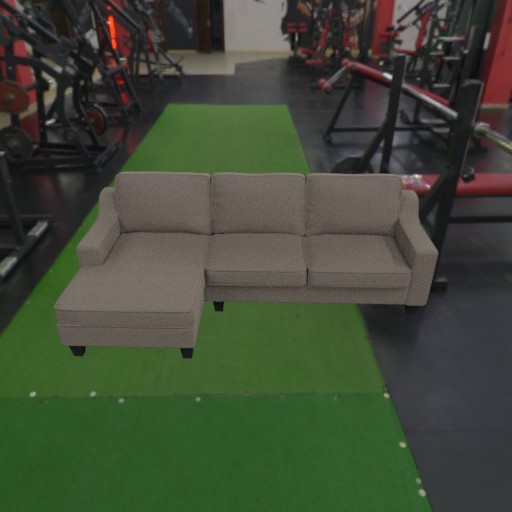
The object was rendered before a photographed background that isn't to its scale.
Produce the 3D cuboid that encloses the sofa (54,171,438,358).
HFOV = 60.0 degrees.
[{"bbox_3d":[0.000,0.000,3.280,2.561,0.928,1.294,1,31,1],"label":"sofa"}]
